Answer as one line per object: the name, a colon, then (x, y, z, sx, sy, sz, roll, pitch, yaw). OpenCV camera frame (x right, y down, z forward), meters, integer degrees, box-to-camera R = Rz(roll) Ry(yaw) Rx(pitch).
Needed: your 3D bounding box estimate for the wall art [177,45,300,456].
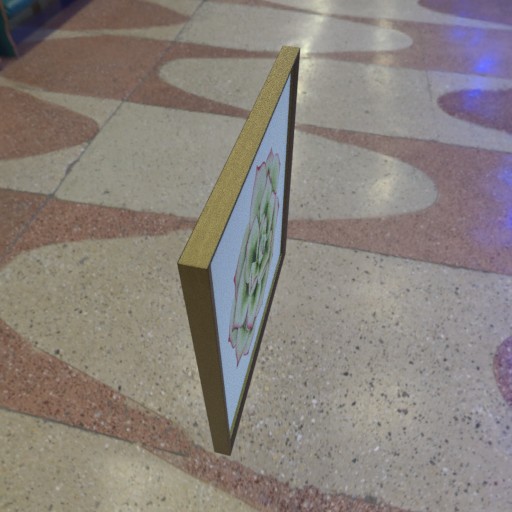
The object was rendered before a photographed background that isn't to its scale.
wall art: (0.000, 0.000, 0.763, 0.031, 0.506, 0.503, 10, 48, 9)
